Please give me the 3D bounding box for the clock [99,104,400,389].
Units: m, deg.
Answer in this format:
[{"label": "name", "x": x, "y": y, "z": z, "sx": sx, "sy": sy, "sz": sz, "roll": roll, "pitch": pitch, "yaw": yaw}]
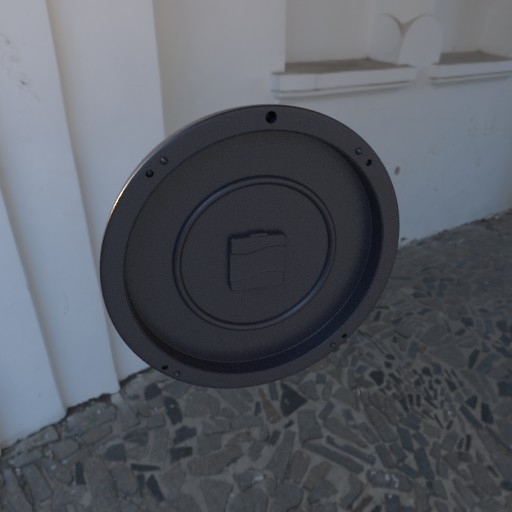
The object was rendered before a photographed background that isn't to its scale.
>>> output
[{"label": "clock", "x": 0.000, "y": 0.000, "z": 0.450, "sx": 0.300, "sy": 0.300, "sz": 0.060, "roll": -8, "pitch": 28, "yaw": -16}]
